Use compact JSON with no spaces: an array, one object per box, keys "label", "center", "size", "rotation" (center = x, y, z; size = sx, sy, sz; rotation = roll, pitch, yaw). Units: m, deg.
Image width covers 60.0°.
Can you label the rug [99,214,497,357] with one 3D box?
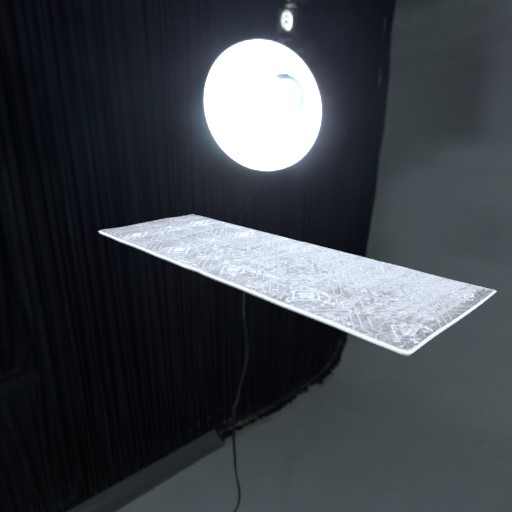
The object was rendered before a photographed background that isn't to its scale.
[{"label":"rug","center":[0.000,0.000,2.614],"size":[0.832,0.035,2.381],"rotation":[-16,24,-41]}]
